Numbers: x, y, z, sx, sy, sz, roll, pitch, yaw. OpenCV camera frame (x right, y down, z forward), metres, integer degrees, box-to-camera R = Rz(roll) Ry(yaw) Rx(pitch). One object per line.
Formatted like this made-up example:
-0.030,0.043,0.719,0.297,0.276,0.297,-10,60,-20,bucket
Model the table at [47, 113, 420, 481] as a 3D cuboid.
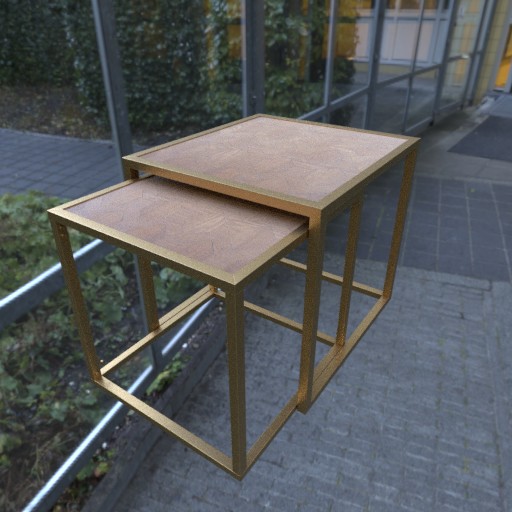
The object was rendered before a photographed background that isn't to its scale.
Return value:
0.000,0.000,1.115,0.505,0.505,0.762,19,35,29,table
